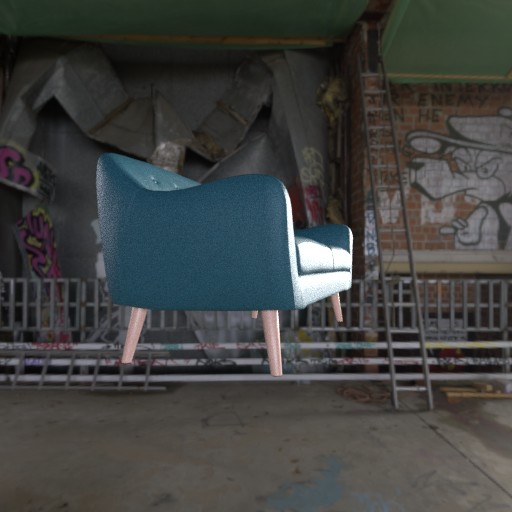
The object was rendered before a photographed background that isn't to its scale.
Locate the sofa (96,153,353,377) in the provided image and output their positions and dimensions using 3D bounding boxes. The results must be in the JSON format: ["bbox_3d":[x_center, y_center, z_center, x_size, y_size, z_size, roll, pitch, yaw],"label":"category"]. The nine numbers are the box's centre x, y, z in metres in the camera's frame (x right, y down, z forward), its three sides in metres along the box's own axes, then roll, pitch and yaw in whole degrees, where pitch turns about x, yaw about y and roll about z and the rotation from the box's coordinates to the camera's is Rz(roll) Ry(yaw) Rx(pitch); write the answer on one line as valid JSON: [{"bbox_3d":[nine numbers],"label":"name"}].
[{"bbox_3d":[0.000,0.000,2.318,0.820,0.836,1.840,0,-1,19],"label":"sofa"}]
